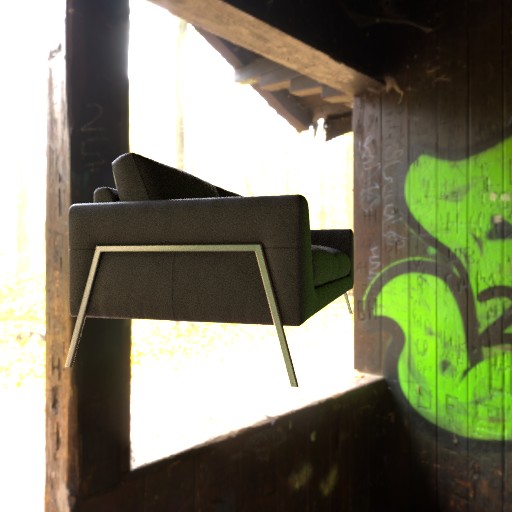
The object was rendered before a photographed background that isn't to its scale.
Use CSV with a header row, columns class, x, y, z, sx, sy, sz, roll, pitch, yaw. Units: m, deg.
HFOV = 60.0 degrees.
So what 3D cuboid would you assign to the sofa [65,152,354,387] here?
class,x,y,z,sx,sy,sz,roll,pitch,yaw
sofa,0.000,0.000,2.549,0.953,0.875,2.017,0,0,17
